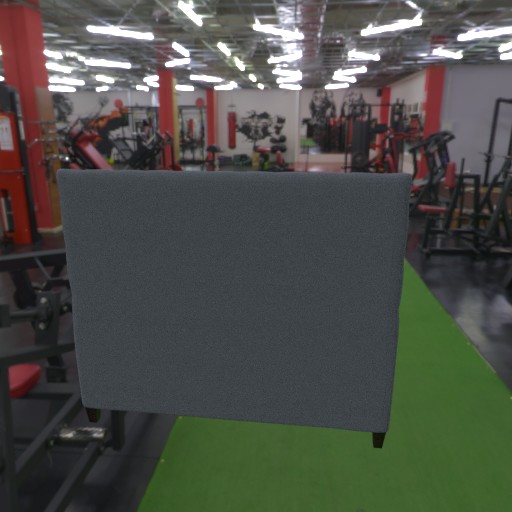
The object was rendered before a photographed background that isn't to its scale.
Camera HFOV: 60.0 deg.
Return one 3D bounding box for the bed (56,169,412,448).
[{"bbox_3d":[0.000,0.000,3.275,1.698,1.427,2.231,2,16,7],"label":"bed"}]
